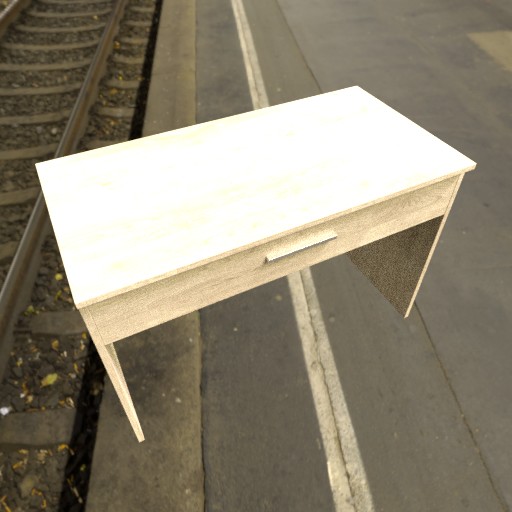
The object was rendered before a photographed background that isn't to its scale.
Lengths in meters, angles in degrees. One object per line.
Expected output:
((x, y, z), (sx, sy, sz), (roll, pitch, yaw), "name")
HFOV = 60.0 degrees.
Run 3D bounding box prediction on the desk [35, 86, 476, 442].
((0.000, 0.000, 1.497), (1.100, 0.730, 0.560), (-20, 48, -19), "desk")
